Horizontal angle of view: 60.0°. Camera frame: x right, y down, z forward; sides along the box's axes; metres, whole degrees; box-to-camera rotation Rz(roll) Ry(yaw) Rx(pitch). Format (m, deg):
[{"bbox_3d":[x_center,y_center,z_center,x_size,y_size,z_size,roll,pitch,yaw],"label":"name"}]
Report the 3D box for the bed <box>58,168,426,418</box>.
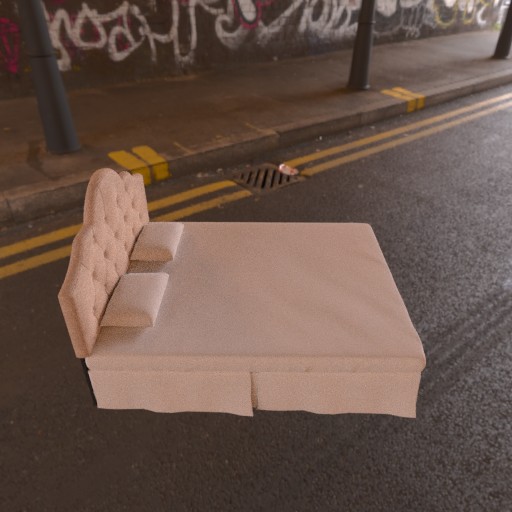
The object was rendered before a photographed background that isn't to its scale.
[{"bbox_3d":[0.000,0.000,2.989,1.970,1.194,1.667,0,33,1],"label":"bed"}]
